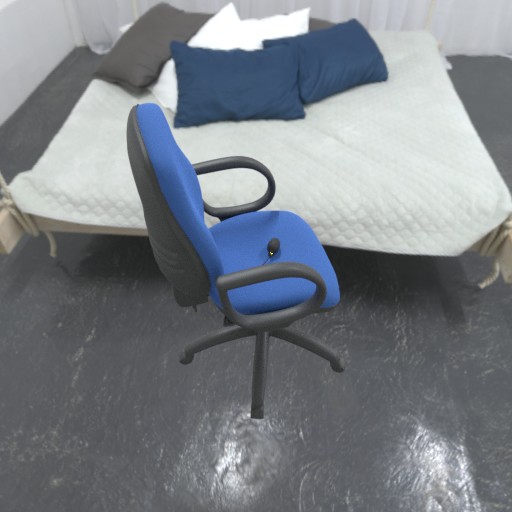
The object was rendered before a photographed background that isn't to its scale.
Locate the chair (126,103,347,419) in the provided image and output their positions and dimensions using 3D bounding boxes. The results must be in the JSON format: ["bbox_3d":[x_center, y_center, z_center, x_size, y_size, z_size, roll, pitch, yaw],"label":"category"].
[{"bbox_3d":[0.000,0.000,1.239,0.549,0.905,0.552,-11,47,-10],"label":"chair"}]
